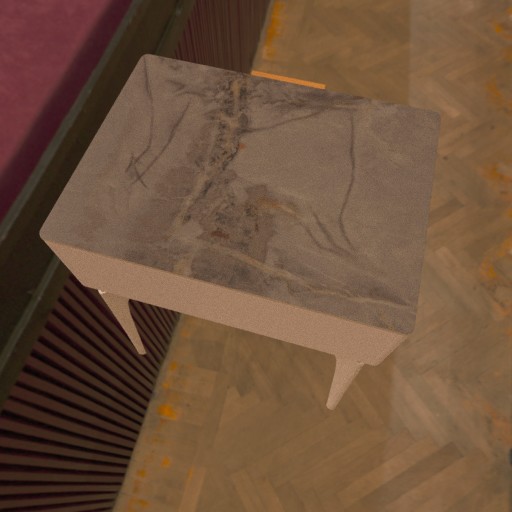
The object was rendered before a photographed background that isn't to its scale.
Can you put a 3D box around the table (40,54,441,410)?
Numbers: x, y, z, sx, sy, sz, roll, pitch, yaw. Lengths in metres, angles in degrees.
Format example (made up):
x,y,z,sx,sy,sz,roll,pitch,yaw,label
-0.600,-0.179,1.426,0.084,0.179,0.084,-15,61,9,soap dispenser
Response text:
x,y,z,sx,sy,sz,roll,pitch,yaw,label
0.000,0.000,0.898,0.500,0.570,0.400,14,64,7,table
